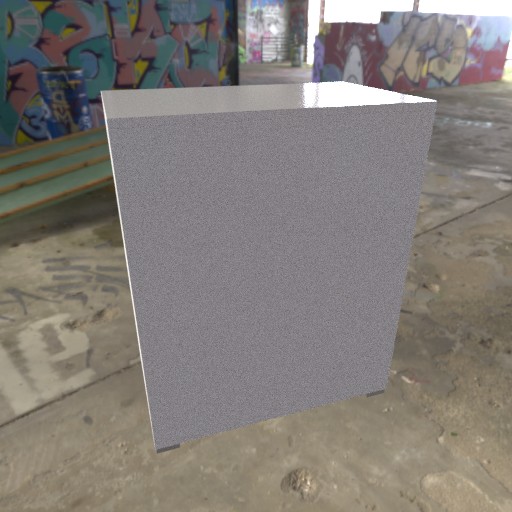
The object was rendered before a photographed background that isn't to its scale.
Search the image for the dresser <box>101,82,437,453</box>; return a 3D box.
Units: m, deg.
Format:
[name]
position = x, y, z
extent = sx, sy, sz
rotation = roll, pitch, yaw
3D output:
[dresser]
position = 0.000, 0.000, 1.166
extent = 0.650, 0.800, 0.400
rotation = -9, 28, -16
